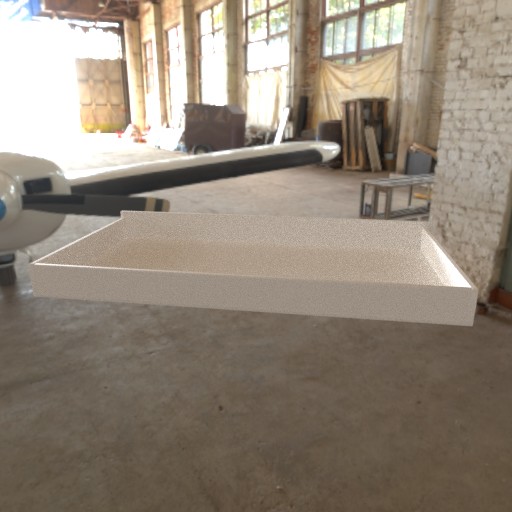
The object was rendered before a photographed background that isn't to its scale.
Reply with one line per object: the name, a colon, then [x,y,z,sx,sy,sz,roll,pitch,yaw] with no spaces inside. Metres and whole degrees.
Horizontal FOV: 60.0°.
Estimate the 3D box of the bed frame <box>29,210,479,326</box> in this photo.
bed frame: [0.000,0.000,1.553,1.300,0.141,0.670,3,18,9]
